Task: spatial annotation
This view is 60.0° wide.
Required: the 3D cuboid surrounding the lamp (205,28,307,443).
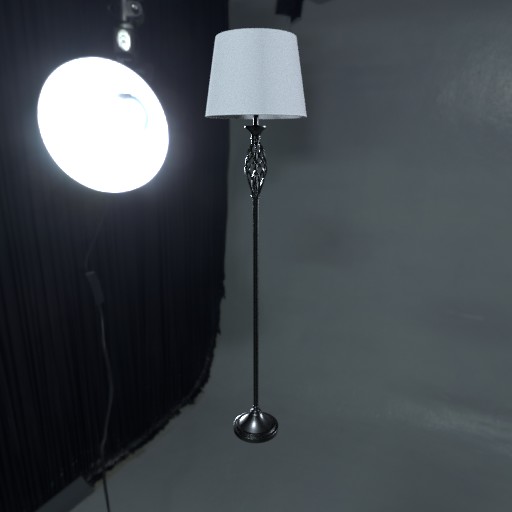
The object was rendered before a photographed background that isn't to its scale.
[{"bbox_3d":[0.000,0.000,1.802,0.379,1.623,0.379,0,15,0],"label":"lamp"}]
